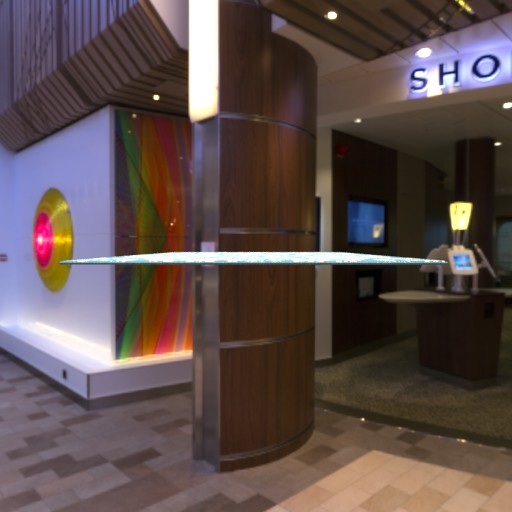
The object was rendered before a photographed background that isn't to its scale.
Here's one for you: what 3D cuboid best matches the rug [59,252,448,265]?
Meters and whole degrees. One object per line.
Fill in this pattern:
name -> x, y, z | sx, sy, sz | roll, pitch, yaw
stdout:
rug -> 0.000, 0.000, 2.292 | 1.211, 0.012, 1.833 | 0, 1, 1
